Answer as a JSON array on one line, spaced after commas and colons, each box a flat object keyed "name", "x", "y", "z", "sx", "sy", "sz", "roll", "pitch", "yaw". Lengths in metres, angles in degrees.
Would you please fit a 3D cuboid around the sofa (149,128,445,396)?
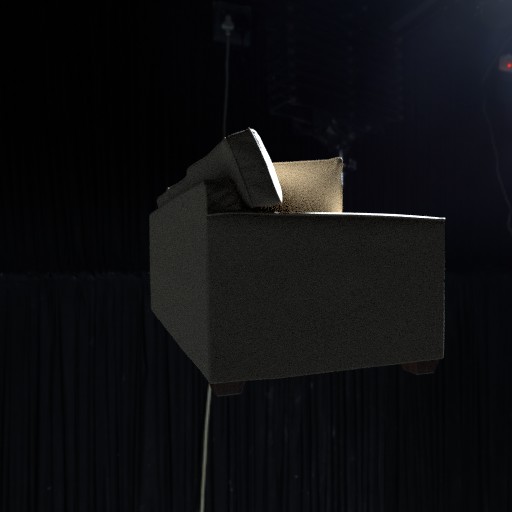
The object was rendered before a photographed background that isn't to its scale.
[{"name": "sofa", "x": 0.000, "y": 0.000, "z": 2.572, "sx": 1.034, "sy": 0.946, "sz": 1.962, "roll": 0, "pitch": 1, "yaw": -19}]
